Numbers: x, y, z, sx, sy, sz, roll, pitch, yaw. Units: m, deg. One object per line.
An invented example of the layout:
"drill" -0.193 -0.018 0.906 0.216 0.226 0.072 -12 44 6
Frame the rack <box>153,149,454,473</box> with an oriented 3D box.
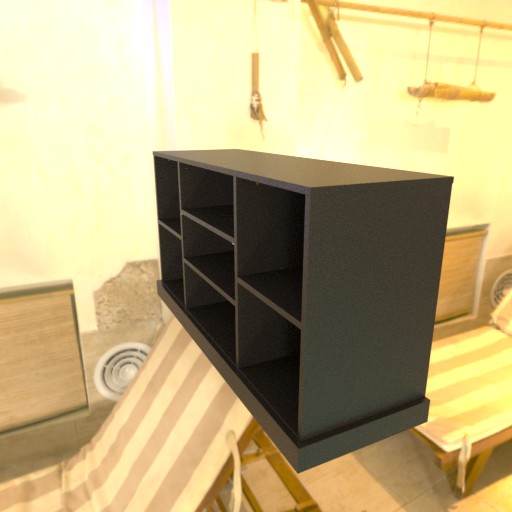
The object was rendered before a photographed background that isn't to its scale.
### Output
"rack" 0.000 0.000 1.498 0.399 0.635 1.206 -8 19 -25
